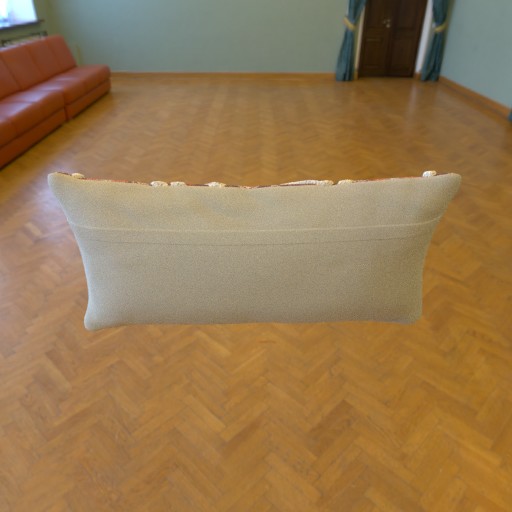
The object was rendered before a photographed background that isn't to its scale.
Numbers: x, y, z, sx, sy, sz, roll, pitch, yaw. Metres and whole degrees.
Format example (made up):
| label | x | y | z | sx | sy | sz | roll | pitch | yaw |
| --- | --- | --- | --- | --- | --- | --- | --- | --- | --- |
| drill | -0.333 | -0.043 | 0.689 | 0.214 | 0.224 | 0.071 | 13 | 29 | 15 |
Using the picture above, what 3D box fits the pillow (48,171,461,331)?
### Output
| label | x | y | z | sx | sy | sz | roll | pitch | yaw |
| --- | --- | --- | --- | --- | --- | --- | --- | --- | --- |
| pillow | 0.000 | 0.000 | 0.726 | 0.608 | 0.295 | 0.161 | -1 | 32 | -1 |
